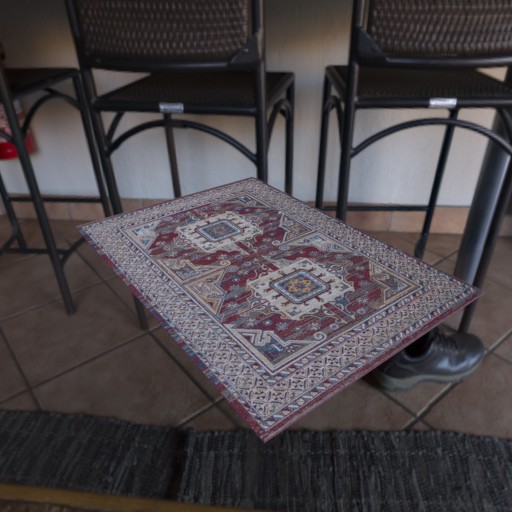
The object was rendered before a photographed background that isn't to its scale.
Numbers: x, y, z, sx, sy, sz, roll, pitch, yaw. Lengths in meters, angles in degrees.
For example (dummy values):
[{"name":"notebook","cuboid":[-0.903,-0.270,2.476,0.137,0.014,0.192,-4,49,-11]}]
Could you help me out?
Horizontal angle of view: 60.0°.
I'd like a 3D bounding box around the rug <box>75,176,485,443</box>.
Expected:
[{"name":"rug","cuboid":[0.000,0.000,2.861,1.599,0.011,2.210,-22,38,-31]}]
